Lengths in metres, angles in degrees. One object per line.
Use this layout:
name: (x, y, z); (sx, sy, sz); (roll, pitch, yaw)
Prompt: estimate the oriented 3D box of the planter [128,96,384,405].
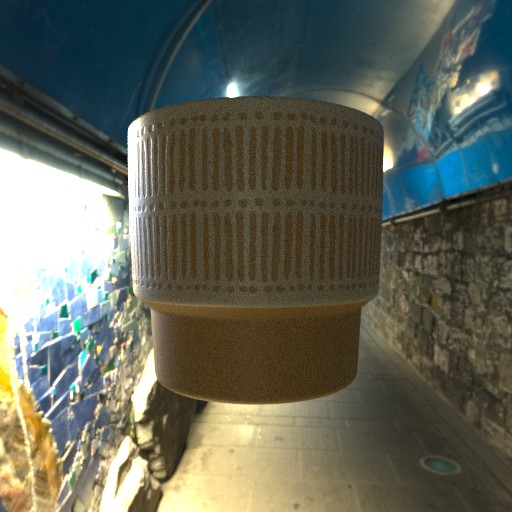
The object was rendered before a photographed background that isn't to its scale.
planter: (0.000, 0.000, 0.572); (0.317, 0.303, 0.317); (0, 0, 0)
